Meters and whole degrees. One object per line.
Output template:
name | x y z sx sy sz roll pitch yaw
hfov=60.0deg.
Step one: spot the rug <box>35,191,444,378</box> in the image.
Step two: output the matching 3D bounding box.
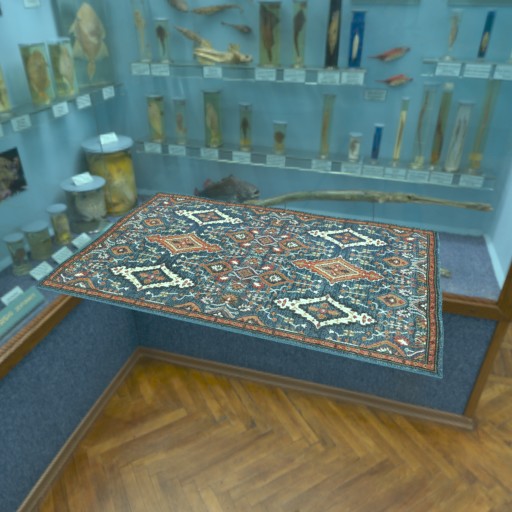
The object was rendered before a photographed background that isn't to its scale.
rug | 0.000 0.000 2.343 1.847 0.014 1.195 10 33 16
